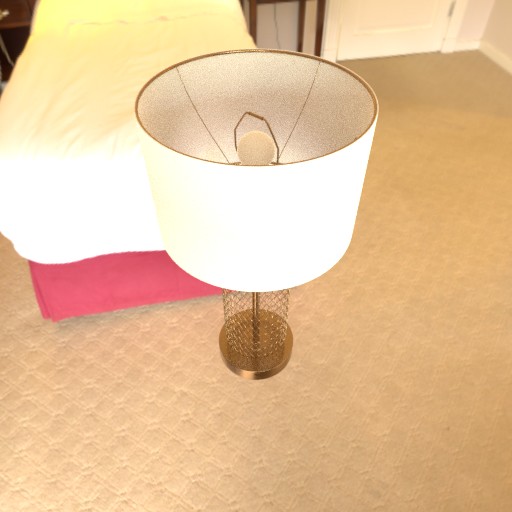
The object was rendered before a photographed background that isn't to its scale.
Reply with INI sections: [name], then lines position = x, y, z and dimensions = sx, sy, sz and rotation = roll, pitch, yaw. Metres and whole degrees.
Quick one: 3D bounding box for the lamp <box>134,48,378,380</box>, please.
[lamp]
position = 0.000, 0.000, 0.638
dimensions = 0.252, 0.483, 0.252
rotation = 31, 54, 26
